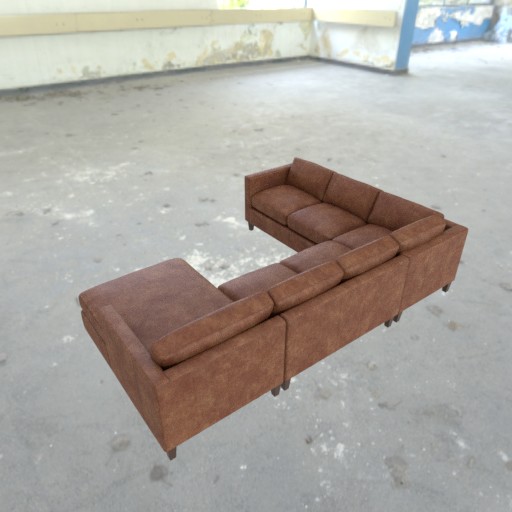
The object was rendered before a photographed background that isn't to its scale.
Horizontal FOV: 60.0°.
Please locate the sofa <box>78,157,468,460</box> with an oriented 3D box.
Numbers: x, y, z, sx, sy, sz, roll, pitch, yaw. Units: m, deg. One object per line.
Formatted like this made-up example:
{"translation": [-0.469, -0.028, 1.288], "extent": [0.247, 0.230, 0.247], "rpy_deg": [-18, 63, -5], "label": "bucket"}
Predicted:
{"translation": [0.000, 0.000, 4.408], "extent": [3.324, 0.888, 2.452], "rpy_deg": [-21, 37, -31], "label": "sofa"}
